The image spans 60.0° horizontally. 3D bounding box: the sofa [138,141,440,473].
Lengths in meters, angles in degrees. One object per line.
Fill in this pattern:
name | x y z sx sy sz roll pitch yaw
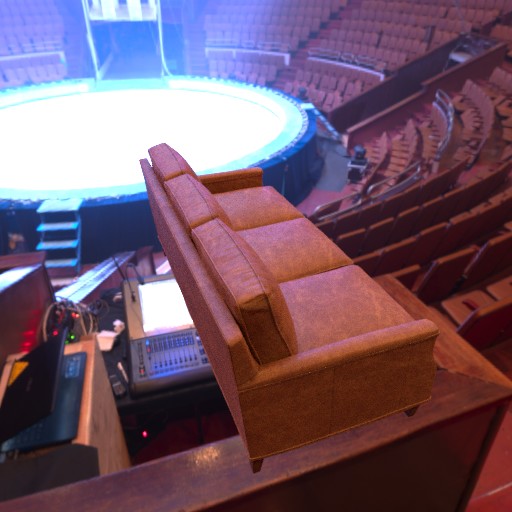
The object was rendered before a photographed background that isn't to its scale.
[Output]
sofa | 0.000 0.000 2.810 1.084 1.003 2.246 -11 33 -18
